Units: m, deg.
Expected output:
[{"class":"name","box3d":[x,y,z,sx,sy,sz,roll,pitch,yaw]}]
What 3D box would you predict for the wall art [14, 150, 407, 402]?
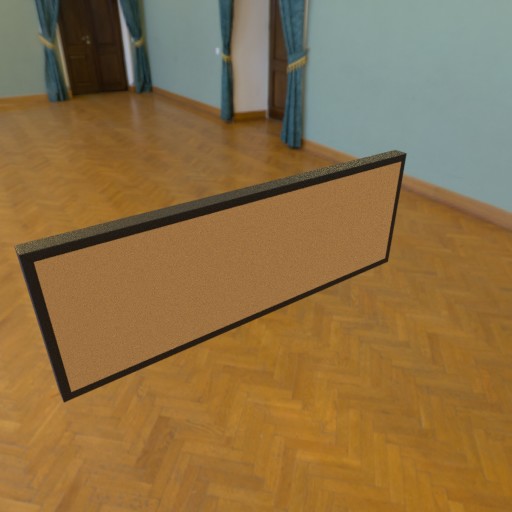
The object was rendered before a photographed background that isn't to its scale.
[{"class":"wall art","box3d":[0.000,0.000,0.941,0.860,0.303,0.037,-19,35,-30]}]
